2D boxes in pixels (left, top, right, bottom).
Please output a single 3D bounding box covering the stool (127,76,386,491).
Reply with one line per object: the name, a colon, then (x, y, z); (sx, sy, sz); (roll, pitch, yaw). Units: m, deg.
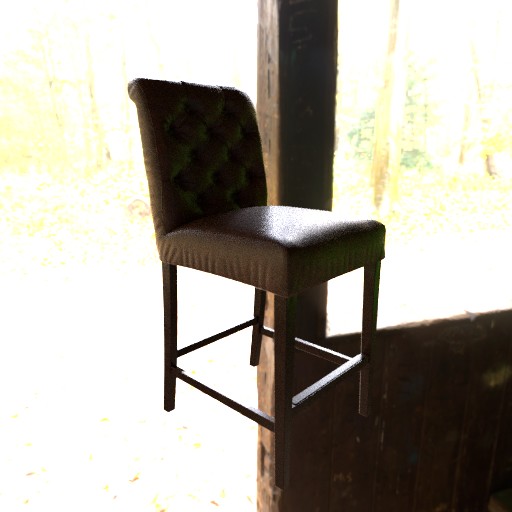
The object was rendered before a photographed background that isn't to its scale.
stool: (0.000, 0.000, 1.404); (0.660, 1.084, 0.486); (13, 19, 41)
